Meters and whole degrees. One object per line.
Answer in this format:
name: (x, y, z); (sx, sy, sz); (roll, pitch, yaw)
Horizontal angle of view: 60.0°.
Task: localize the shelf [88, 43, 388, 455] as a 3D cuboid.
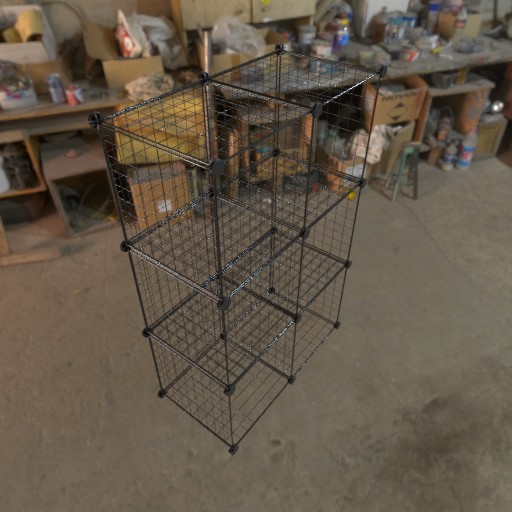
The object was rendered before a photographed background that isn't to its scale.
shelf: (0.000, 0.000, 1.409); (0.356, 1.067, 0.711); (26, 47, 28)
